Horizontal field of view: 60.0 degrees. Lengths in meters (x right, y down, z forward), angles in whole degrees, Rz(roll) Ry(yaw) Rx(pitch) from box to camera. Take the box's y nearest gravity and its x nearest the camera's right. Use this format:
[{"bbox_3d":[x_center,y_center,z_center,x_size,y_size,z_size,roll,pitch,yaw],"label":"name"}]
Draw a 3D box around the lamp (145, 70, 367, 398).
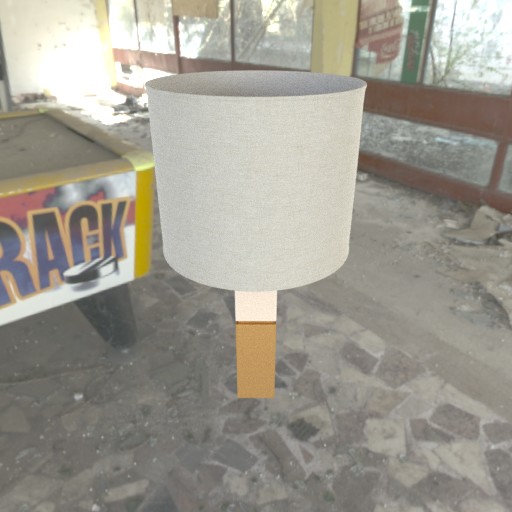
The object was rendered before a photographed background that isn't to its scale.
[{"bbox_3d":[0.000,0.000,0.564,0.229,0.417,0.229,0,28,0],"label":"lamp"}]
